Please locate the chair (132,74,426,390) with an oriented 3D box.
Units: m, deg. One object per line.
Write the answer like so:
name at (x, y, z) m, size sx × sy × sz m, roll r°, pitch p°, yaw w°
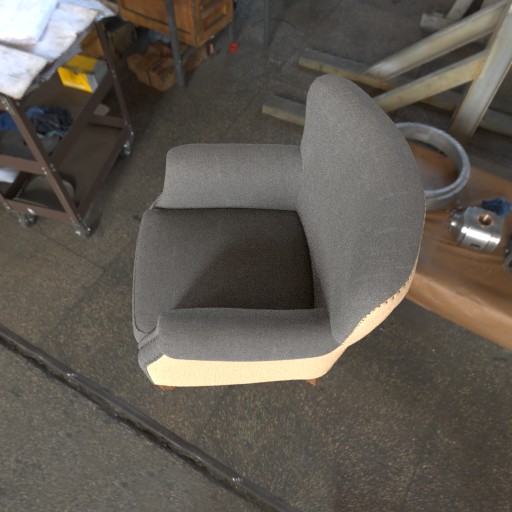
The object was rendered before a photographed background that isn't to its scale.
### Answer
chair at (0.000, 0.000, 1.611) m, size 0.921 × 0.936 × 0.861 m, roll -3°, pitch 58°, yaw -2°
